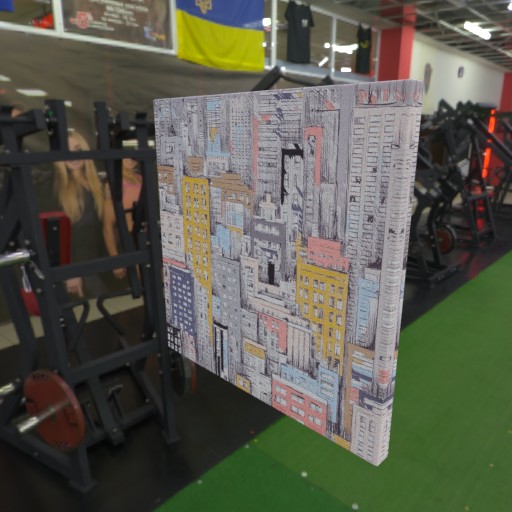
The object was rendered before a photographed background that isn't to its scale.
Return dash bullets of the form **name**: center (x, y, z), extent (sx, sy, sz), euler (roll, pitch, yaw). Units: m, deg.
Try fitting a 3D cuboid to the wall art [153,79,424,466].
- **wall art**: center (0.000, 0.000, 1.097), extent (0.761, 0.762, 0.048), euler (15, 22, 42)
